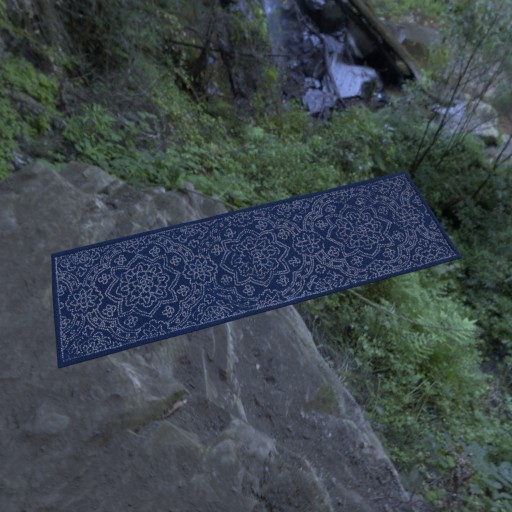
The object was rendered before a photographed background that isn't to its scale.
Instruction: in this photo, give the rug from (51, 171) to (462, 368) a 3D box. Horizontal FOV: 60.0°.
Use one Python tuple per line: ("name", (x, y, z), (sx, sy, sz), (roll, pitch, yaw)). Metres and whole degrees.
("rug", (0.000, 0.000, 2.754), (2.448, 0.012, 0.769), (-14, 58, -9))
